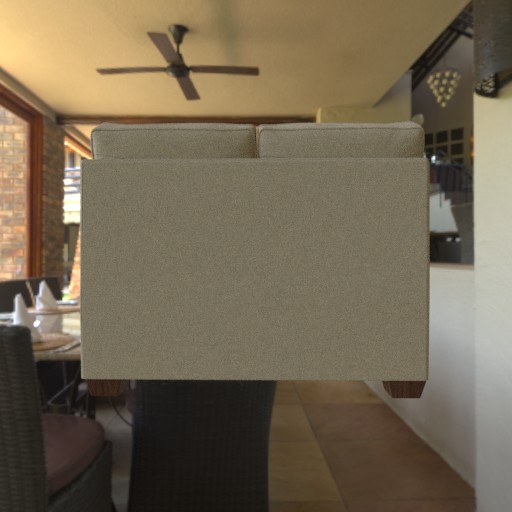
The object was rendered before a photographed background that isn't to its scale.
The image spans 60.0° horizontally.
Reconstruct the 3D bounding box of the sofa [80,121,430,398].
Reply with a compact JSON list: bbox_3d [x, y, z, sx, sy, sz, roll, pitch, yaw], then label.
[{"bbox_3d":[0.000,0.000,2.008,1.237,1.008,0.951,0,0,1],"label":"sofa"}]
